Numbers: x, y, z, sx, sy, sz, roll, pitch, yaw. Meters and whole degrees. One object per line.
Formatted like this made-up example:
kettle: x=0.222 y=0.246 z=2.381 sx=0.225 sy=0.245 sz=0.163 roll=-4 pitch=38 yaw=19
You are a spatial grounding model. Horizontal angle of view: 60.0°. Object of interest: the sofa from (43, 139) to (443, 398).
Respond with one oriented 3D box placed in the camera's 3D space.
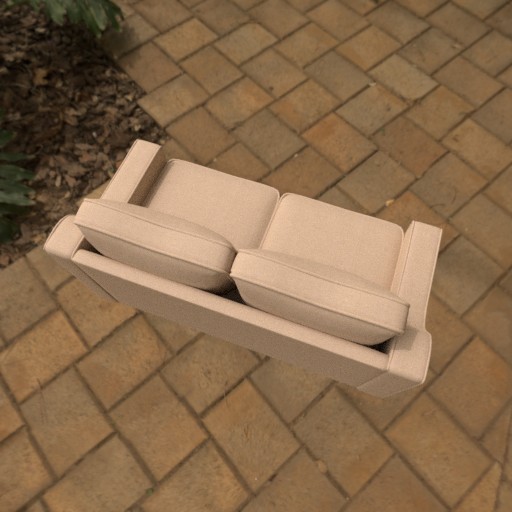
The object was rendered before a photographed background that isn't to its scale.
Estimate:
sofa: x=0.000 y=0.000 z=3.485 sx=2.587 sy=1.562 sz=1.351 roll=18 pitch=65 yaw=9
